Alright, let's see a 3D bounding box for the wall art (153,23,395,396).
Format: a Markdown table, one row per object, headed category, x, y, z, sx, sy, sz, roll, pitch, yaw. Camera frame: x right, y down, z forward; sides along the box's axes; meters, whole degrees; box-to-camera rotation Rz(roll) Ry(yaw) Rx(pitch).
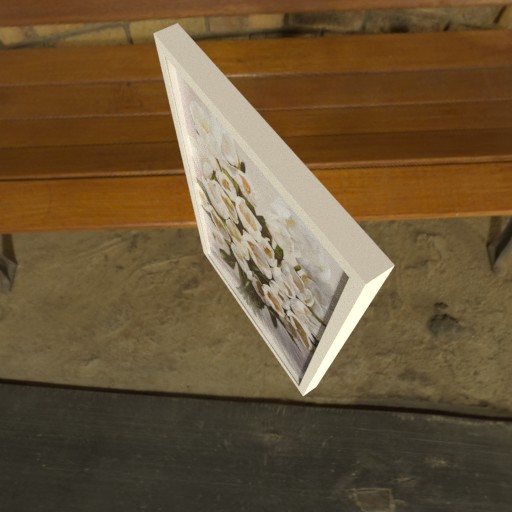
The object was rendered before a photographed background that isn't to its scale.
| category | x | y | z | sx | sy | sz | roll | pitch | yaw |
| --- | --- | --- | --- | --- | --- | --- | --- | --- | --- |
| wall art | 0.000 | 0.000 | 0.822 | 0.038 | 0.657 | 0.450 | -31 | 67 | -14 |
